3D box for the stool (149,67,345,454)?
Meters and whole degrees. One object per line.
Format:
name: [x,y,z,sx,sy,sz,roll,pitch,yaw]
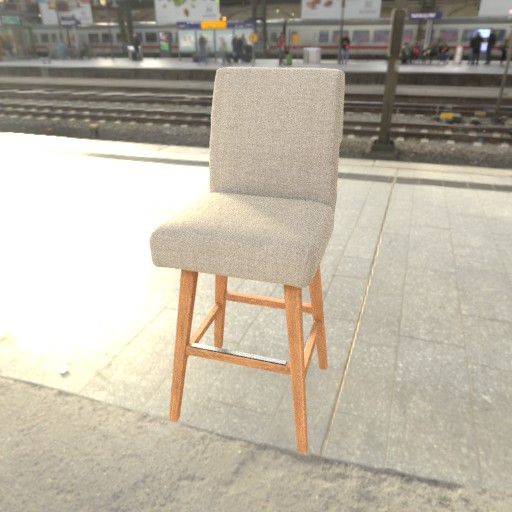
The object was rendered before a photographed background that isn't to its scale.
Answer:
stool: [0.000,0.000,1.439,0.483,1.106,0.569,8,27,15]
